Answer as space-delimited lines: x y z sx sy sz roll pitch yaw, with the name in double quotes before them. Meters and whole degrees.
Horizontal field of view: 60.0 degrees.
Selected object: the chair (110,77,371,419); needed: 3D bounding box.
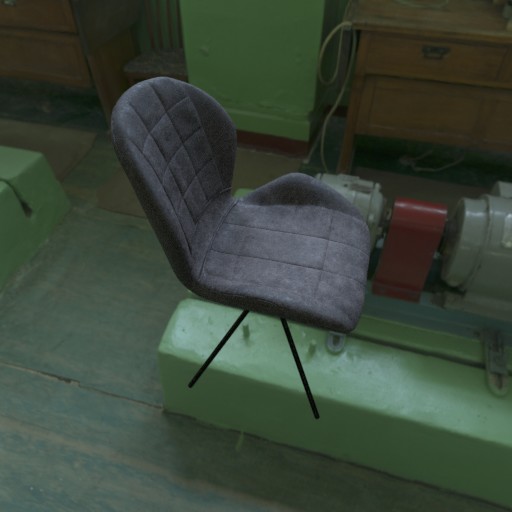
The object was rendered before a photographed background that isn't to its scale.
"chair" 0.000 0.000 1.292 0.640 0.934 0.527 11 47 10
